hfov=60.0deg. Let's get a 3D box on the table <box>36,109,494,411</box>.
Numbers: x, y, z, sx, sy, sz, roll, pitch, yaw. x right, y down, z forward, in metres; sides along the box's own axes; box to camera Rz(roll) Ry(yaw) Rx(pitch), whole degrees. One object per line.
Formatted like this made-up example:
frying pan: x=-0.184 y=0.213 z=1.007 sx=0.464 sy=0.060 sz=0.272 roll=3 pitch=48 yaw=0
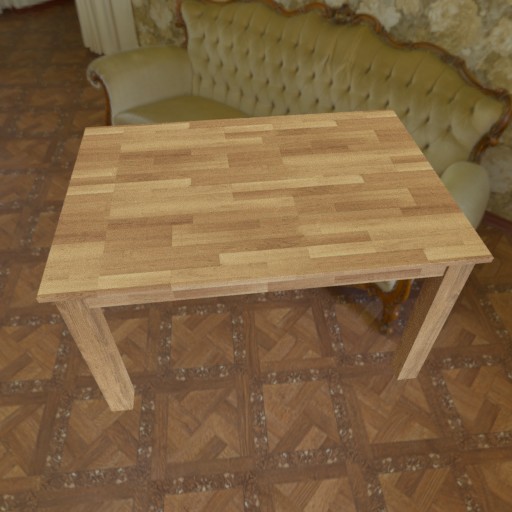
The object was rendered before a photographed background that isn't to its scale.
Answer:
table: x=0.000 y=0.000 z=1.828 sx=1.300 sy=0.750 sz=0.900 roll=-5 pitch=46 yaw=-5
